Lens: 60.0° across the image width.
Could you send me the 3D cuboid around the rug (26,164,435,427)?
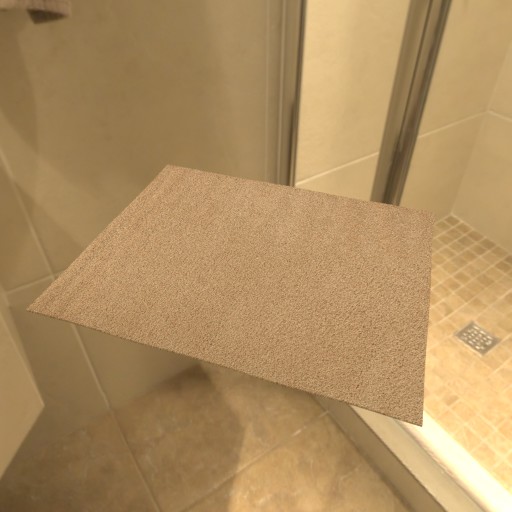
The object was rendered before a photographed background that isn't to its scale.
[{"bbox_3d":[0.000,0.000,3.976,3.000,0.026,2.400,13,43,14],"label":"rug"}]
